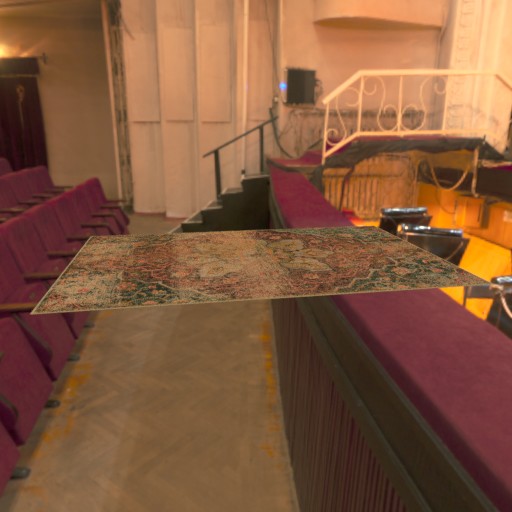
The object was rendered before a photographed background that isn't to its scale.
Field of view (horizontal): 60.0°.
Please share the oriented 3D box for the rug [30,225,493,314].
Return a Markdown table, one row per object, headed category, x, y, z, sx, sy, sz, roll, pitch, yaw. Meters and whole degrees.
| category | x | y | z | sx | sy | sz | roll | pitch | yaw |
| --- | --- | --- | --- | --- | --- | --- | --- | --- | --- |
| rug | 0.000 | 0.000 | 2.911 | 2.363 | 0.004 | 1.566 | -2 | 16 | -9 |
